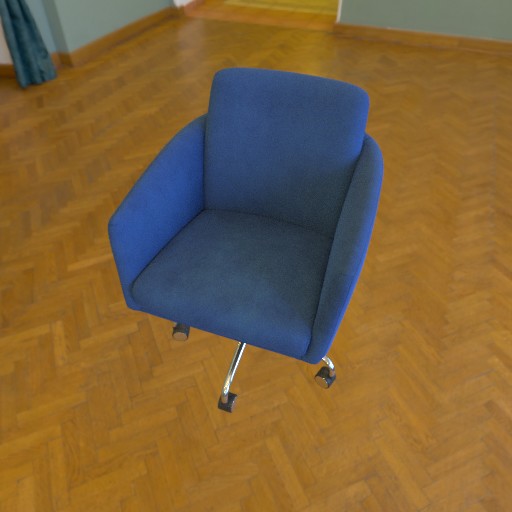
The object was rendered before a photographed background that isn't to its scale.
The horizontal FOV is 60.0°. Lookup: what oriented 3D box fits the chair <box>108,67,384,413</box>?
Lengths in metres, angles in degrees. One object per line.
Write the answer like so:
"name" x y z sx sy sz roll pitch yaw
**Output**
"chair" 0.000 0.000 1.346 0.641 0.908 0.635 14 45 15
